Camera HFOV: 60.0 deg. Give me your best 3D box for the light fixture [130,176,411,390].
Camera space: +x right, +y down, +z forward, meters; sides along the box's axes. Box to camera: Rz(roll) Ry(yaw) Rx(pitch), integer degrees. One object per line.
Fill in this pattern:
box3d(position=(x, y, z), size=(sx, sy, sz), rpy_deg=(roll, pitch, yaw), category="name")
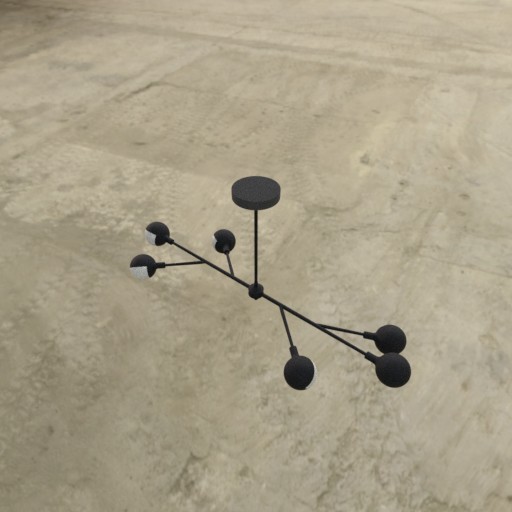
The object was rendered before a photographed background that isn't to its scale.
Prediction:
box3d(position=(0.000, 0.000, 1.024), size=(0.434, 0.362, 0.778), rpy_deg=(-24, 46, -26), category="light fixture")
